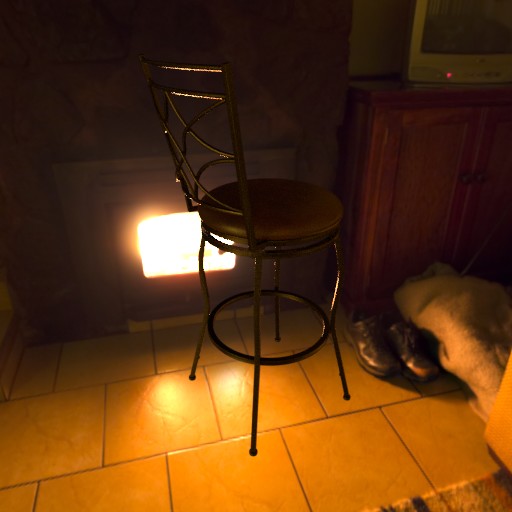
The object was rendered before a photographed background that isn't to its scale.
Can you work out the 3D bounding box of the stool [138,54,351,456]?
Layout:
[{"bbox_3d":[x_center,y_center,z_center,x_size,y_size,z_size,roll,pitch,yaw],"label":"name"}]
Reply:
[{"bbox_3d":[0.000,0.000,1.350,0.534,1.117,0.434,-17,32,-31],"label":"stool"}]
